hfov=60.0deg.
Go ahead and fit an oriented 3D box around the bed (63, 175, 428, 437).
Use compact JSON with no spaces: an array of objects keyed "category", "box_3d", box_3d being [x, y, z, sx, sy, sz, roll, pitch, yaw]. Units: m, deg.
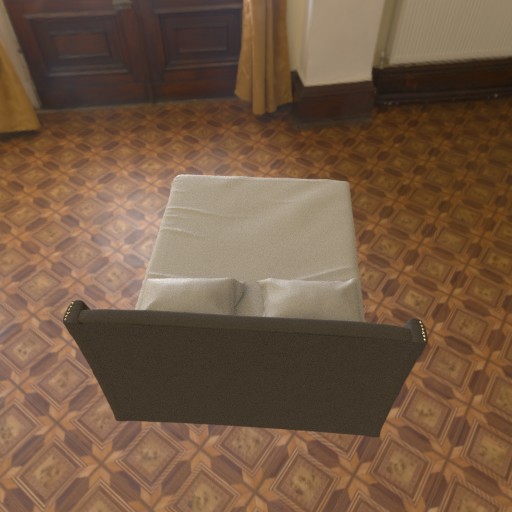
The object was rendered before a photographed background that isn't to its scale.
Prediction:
[{"category":"bed","box_3d":[0.000,0.000,3.510,1.925,1.332,2.276,3,48,3]}]
